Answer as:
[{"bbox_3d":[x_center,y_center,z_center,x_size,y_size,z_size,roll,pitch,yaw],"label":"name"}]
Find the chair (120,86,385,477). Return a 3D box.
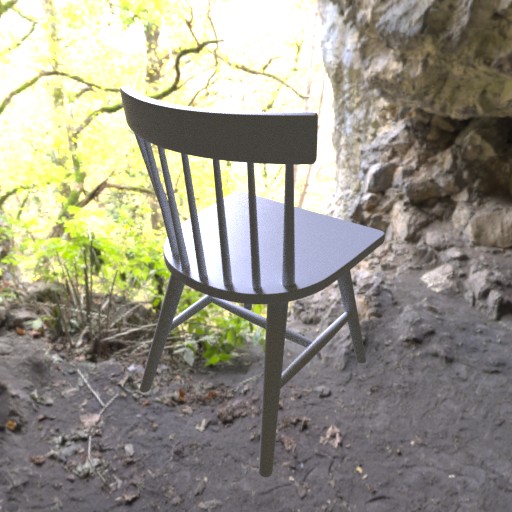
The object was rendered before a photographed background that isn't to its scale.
[{"bbox_3d":[0.000,0.000,1.098,0.483,0.787,0.500,20,35,32],"label":"chair"}]
